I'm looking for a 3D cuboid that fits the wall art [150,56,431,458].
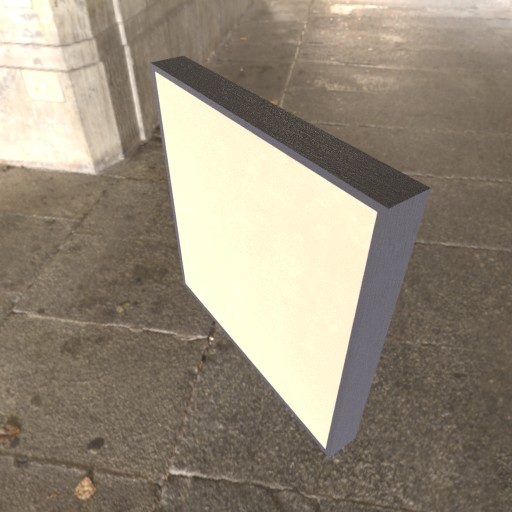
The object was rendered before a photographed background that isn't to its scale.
[{"bbox_3d":[0.000,0.000,0.442,0.036,0.300,0.302,-25,47,-26],"label":"wall art"}]
